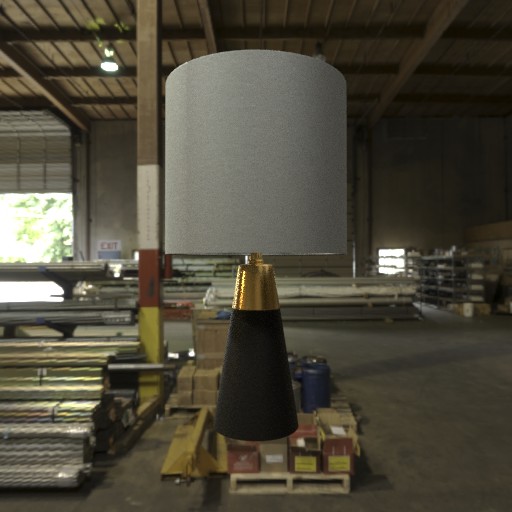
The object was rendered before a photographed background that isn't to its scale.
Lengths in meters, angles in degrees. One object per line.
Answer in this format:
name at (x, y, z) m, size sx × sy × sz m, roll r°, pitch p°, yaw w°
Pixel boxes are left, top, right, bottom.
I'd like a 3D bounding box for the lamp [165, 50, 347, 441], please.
lamp at (0.000, 0.000, 0.765) m, size 0.308 × 0.580 × 0.308 m, roll 0°, pitch -1°, yaw 0°
